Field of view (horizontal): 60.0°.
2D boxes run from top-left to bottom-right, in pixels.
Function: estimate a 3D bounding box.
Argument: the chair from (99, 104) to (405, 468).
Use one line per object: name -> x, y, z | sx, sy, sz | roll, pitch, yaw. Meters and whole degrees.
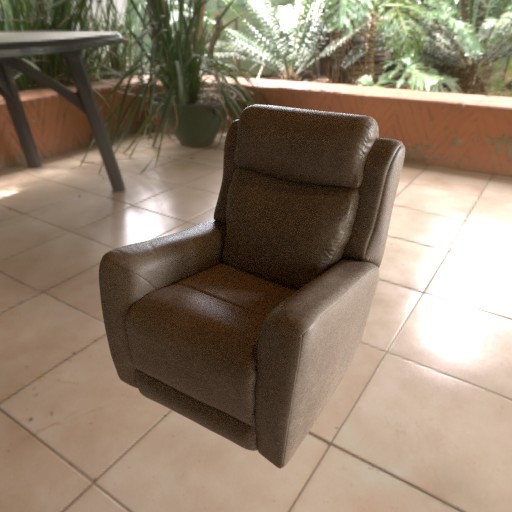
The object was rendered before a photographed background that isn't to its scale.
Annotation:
chair -> 0.000, 0.000, 1.951 | 0.967, 1.116, 1.068 | 17, 33, 28
